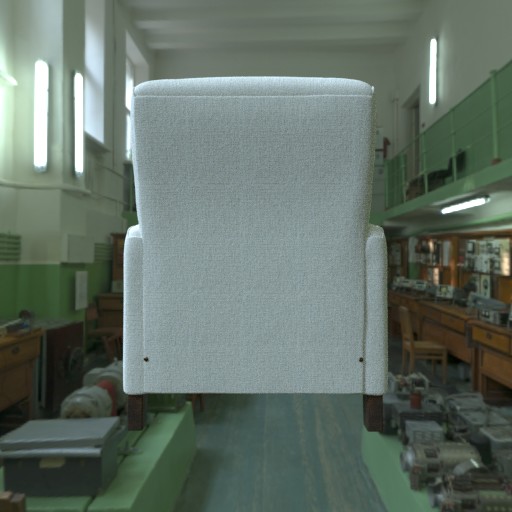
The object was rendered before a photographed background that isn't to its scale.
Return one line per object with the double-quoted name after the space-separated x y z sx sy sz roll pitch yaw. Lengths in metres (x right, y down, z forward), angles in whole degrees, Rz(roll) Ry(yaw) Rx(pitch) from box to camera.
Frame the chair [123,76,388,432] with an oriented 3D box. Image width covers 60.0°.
0.000 0.000 1.635 0.841 1.028 0.858 0 0 0 "chair"
